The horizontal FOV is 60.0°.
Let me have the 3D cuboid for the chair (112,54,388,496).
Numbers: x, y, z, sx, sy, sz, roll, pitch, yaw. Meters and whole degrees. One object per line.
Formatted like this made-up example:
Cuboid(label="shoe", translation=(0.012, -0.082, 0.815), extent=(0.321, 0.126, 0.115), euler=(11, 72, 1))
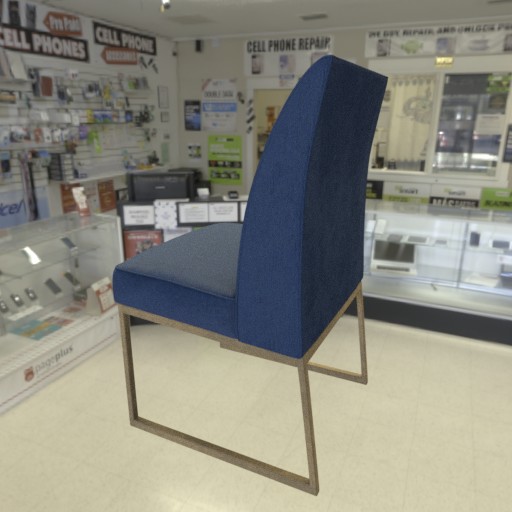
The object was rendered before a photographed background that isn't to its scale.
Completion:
Cuboid(label="chair", translation=(0.000, 0.000, 1.122), extent=(0.522, 0.863, 0.508), euler=(8, 19, 25))
